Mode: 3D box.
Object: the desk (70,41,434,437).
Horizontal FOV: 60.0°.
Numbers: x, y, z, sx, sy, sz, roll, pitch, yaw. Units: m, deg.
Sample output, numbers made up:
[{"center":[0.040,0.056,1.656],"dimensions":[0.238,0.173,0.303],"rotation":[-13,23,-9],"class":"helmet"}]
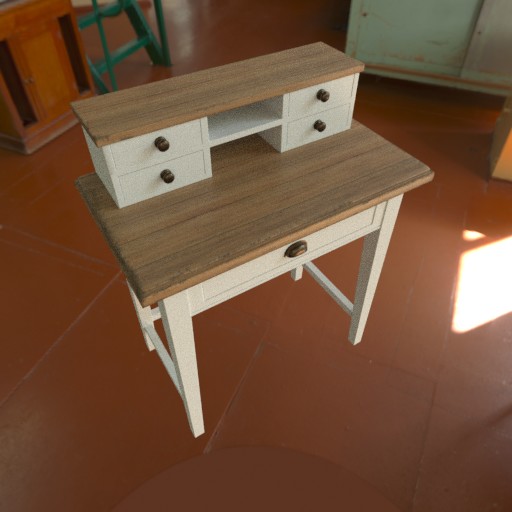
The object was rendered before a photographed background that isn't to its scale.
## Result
[{"center":[0.000,0.000,1.352],"dimensions":[0.814,0.981,0.462],"rotation":[-24,50,-22],"class":"desk"}]
